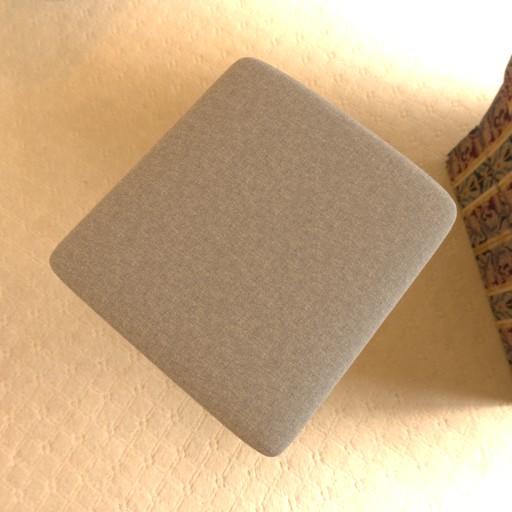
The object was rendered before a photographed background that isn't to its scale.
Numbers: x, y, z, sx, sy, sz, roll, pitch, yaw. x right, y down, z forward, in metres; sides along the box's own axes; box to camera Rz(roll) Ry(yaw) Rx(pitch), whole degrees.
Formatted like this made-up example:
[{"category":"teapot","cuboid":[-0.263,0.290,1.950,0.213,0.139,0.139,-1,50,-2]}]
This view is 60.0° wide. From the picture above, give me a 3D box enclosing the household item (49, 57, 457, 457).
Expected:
[{"category":"household item","cuboid":[0.000,0.000,0.873,0.530,0.410,0.530,39,79,9]}]
